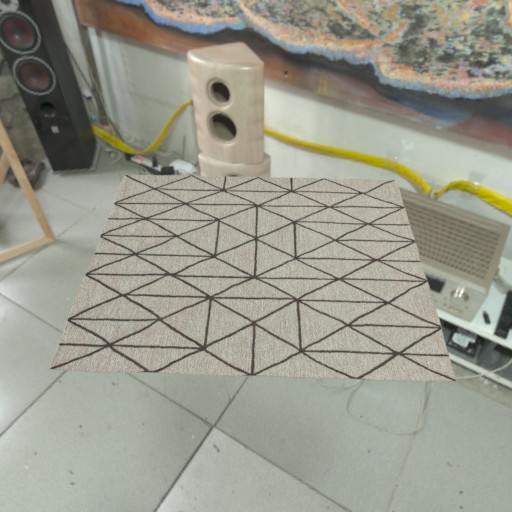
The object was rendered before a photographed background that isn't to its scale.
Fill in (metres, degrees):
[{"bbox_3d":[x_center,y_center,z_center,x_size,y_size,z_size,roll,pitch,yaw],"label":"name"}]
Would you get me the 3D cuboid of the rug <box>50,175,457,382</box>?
[{"bbox_3d":[0.000,0.000,4.134,3.061,0.022,2.468,1,46,1],"label":"rug"}]
